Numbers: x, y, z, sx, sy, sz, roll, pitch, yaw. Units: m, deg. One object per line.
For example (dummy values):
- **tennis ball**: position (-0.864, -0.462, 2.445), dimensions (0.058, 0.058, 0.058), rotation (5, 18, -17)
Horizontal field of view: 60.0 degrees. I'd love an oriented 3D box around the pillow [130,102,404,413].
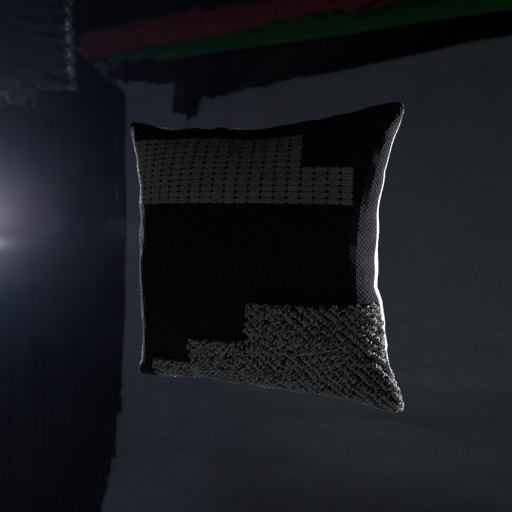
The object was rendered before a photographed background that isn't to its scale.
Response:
- **pillow**: position (0.000, 0.000, 0.740), dimensions (0.475, 0.473, 0.178), rotation (1, 3, 19)
